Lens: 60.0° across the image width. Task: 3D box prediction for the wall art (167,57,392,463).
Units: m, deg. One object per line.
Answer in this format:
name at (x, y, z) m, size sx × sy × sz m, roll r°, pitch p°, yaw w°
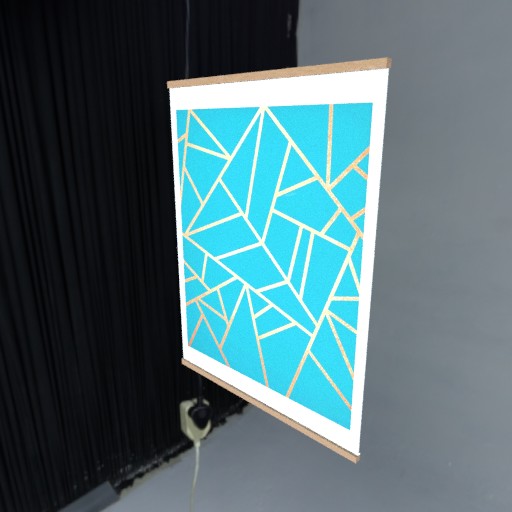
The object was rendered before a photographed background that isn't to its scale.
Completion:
wall art at (0.000, 0.000, 0.790) m, size 0.459 × 0.608 × 0.012 m, roll 15°, pitch 22°, yaw 41°
